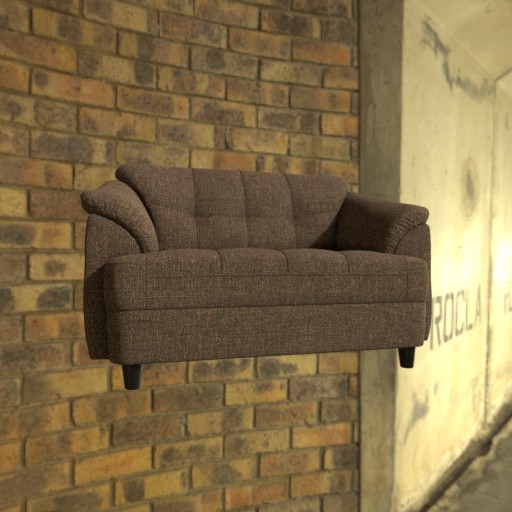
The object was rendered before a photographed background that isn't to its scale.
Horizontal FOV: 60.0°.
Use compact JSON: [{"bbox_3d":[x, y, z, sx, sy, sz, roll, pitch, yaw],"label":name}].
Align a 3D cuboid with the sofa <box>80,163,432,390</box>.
[{"bbox_3d":[0.000,0.000,1.952,1.404,0.895,0.799,0,-1,-16],"label":"sofa"}]
